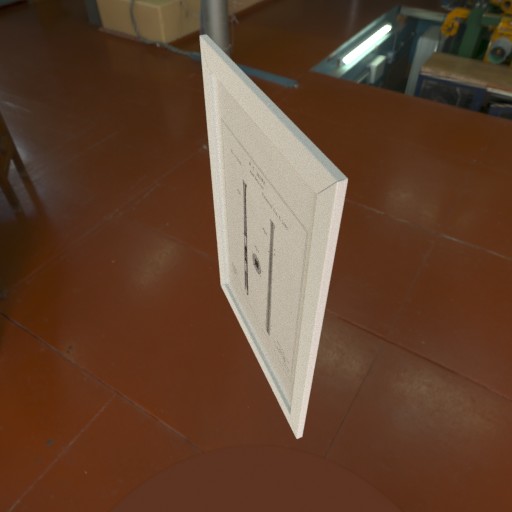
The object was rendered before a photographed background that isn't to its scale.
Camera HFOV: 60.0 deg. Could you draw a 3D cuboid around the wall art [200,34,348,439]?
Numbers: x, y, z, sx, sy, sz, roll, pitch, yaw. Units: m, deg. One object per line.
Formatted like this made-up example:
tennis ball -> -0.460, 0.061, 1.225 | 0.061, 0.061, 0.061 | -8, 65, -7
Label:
wall art -> 0.000, 0.000, 0.684 | 0.012, 0.529, 0.374 | -17, 48, -16
